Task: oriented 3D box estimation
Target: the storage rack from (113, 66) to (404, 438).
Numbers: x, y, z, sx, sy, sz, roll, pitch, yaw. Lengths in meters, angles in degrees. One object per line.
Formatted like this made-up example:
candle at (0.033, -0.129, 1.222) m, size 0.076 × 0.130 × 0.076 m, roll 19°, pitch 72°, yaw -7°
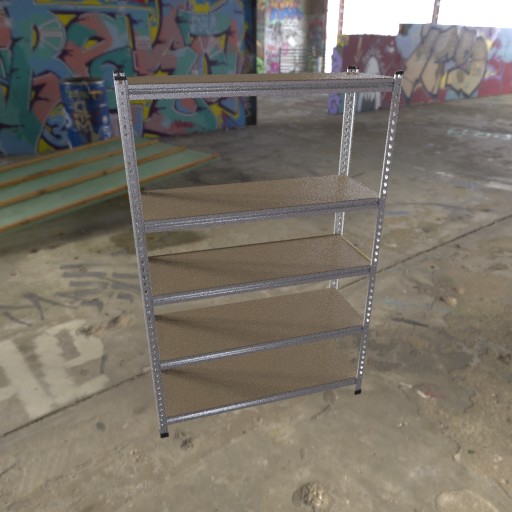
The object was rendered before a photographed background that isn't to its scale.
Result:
storage rack at (0.000, 0.000, 2.365) m, size 1.219 × 1.829 × 0.457 m, roll -7°, pitch 27°, yaw -15°
